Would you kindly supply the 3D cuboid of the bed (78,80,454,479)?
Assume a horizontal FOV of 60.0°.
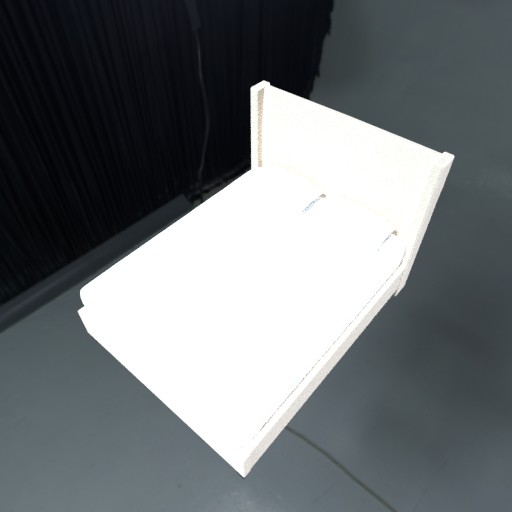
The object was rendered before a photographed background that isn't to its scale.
[{"bbox_3d":[0.000,0.000,3.481,1.778,1.471,2.293,32,55,26],"label":"bed"}]
